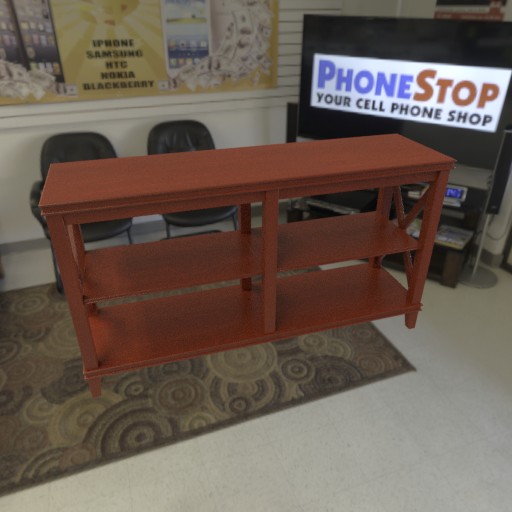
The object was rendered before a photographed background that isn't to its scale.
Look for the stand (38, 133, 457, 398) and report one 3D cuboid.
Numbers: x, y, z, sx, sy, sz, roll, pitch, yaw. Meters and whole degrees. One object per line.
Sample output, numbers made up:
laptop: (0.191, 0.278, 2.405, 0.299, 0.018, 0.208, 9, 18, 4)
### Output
stand: (0.000, 0.000, 1.741, 1.372, 0.762, 0.381, -9, 31, -15)
